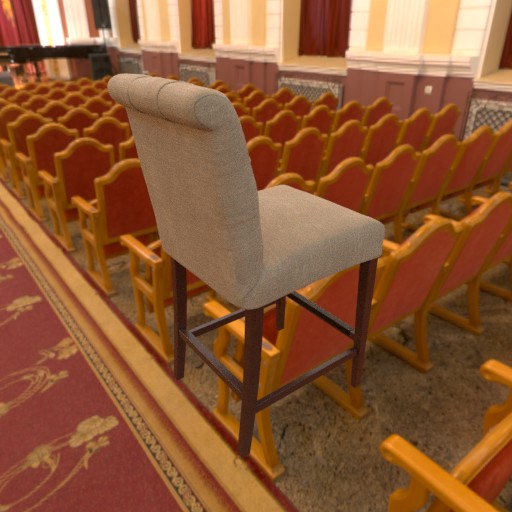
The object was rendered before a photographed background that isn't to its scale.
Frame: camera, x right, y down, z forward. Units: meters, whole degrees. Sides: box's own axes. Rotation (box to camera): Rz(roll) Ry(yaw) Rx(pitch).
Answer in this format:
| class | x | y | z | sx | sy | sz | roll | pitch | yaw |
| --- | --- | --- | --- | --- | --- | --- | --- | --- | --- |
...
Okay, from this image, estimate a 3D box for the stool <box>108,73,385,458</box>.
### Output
| class | x | y | z | sx | sy | sz | roll | pitch | yaw |
| --- | --- | --- | --- | --- | --- | --- | --- | --- | --- |
| stool | 0.000 | 0.000 | 1.409 | 0.660 | 1.084 | 0.486 | -19 | 32 | -32 |
